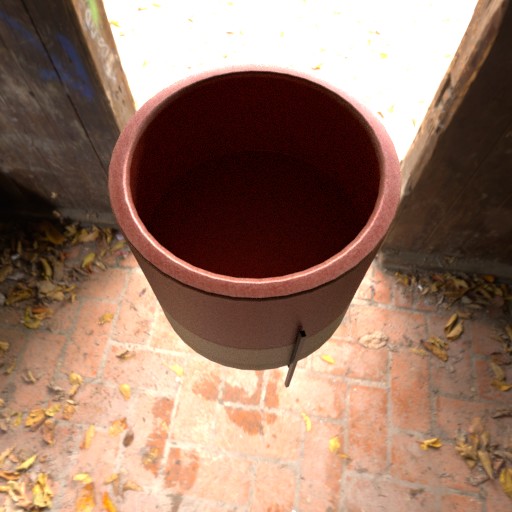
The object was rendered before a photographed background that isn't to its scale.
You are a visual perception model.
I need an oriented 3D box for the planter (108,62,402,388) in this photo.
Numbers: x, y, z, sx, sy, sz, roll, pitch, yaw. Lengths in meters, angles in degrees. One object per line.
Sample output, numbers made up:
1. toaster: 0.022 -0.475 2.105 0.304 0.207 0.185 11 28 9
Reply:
1. planter: 0.000 0.000 0.722 0.345 0.465 0.354 -18 65 -9
